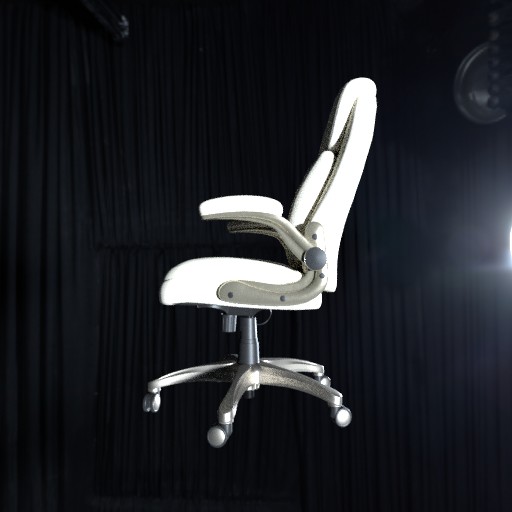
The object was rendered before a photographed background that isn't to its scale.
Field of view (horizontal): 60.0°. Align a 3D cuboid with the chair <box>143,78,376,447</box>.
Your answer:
[{"bbox_3d":[0.000,0.000,1.632,0.794,1.110,0.740,0,0,0],"label":"chair"}]
